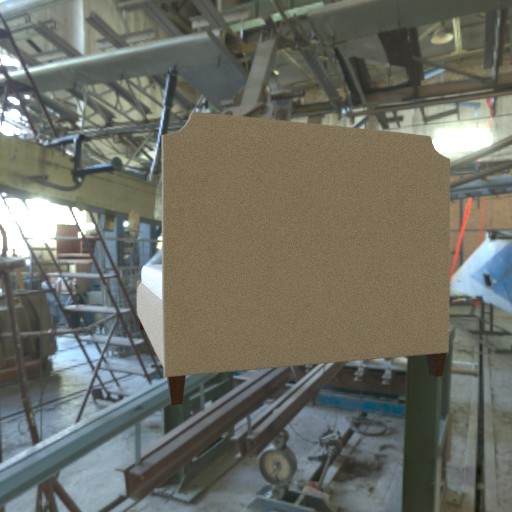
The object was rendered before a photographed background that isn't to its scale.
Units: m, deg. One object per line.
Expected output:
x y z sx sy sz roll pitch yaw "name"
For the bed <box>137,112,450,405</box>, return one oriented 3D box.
0.000 0.000 3.489 1.713 1.443 2.372 0 0 -18 "bed"
